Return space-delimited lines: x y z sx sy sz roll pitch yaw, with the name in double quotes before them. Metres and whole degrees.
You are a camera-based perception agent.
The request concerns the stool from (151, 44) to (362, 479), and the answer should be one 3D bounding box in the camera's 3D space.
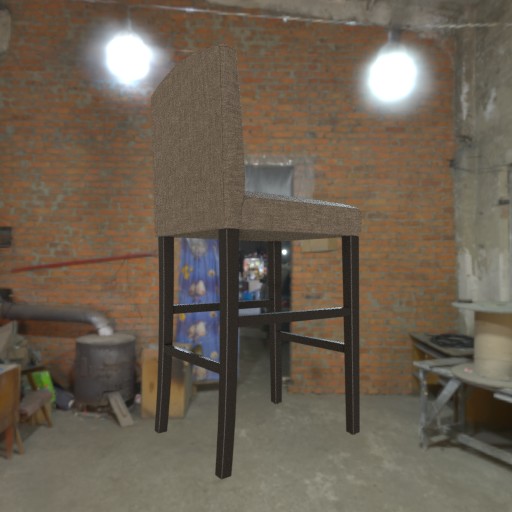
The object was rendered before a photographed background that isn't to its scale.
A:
"stool" 0.000 0.000 1.443 0.552 1.138 0.451 1 -1 -36
